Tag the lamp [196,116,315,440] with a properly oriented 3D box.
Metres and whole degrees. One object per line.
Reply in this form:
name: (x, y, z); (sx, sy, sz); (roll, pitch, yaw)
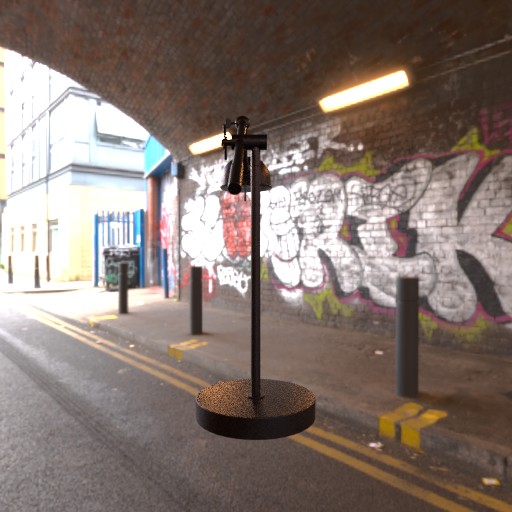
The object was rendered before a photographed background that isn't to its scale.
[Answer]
lamp: (0.000, 0.000, 0.800); (0.185, 0.495, 0.567); (0, 1, 0)
